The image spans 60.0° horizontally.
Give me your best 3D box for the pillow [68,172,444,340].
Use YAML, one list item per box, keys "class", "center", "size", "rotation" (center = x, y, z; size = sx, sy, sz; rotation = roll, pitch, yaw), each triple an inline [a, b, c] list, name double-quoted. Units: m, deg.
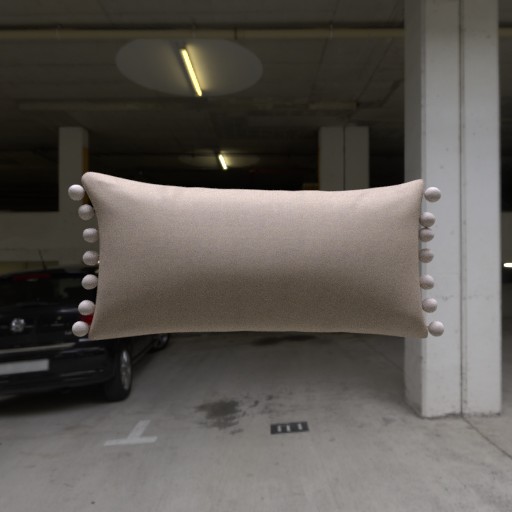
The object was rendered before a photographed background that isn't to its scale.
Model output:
- class: "pillow"
  center: [0.000, 0.000, 0.851]
  size: [0.709, 0.322, 0.201]
  rotation: [0, 0, 0]
